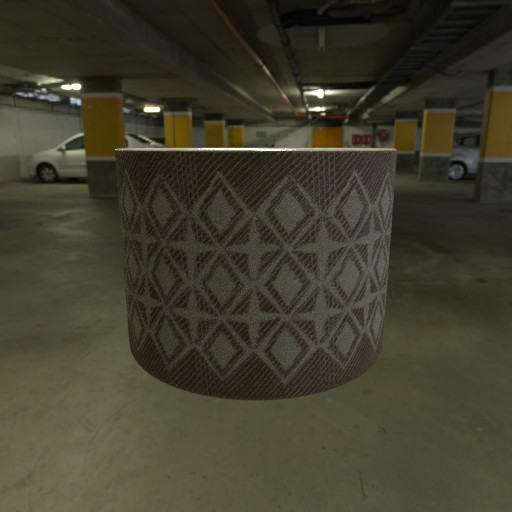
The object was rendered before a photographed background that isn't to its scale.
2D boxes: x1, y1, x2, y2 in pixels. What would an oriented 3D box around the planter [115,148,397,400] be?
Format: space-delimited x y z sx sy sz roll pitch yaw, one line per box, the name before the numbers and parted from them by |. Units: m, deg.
planter | 0.000 0.000 0.220 0.126 0.104 0.126 0 14 0
